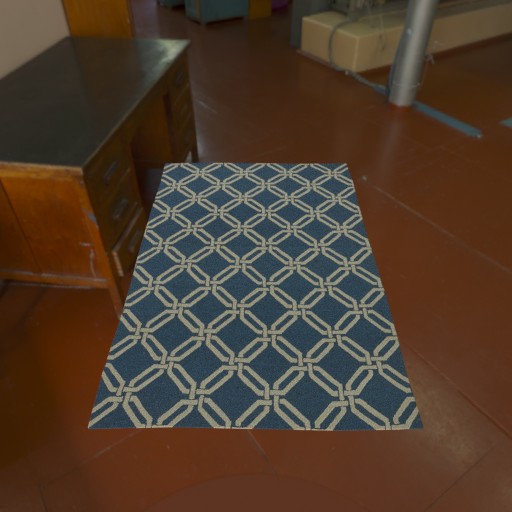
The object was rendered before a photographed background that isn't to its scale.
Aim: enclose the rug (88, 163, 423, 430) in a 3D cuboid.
[{"bbox_3d":[0.000,0.000,2.150,1.153,0.010,1.755,0,42,0],"label":"rug"}]
